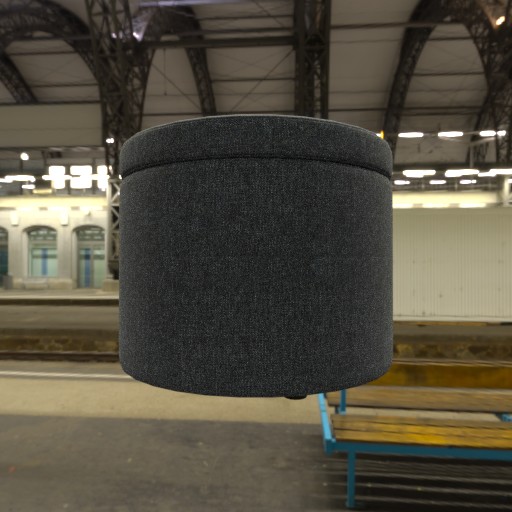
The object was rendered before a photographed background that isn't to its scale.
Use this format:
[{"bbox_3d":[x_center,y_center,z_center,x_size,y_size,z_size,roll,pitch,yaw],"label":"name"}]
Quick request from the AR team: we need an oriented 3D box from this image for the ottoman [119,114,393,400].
[{"bbox_3d":[0.000,0.000,0.848,0.500,0.419,0.500,0,-1,0],"label":"ottoman"}]
